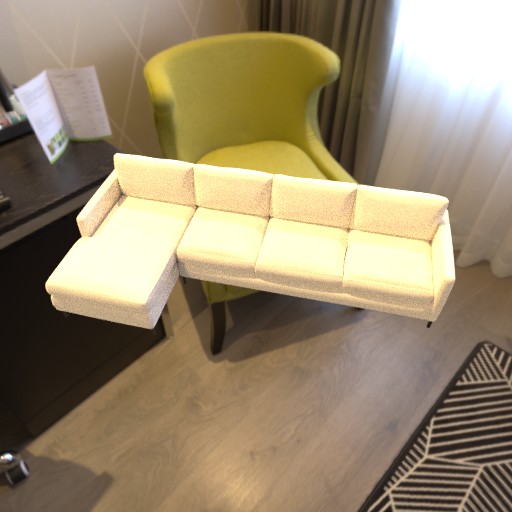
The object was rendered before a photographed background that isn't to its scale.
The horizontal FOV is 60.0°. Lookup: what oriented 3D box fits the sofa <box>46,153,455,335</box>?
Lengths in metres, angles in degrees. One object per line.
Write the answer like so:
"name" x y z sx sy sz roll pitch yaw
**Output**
"sofa" 0.000 0.000 3.788 3.186 0.875 1.467 9 46 9
